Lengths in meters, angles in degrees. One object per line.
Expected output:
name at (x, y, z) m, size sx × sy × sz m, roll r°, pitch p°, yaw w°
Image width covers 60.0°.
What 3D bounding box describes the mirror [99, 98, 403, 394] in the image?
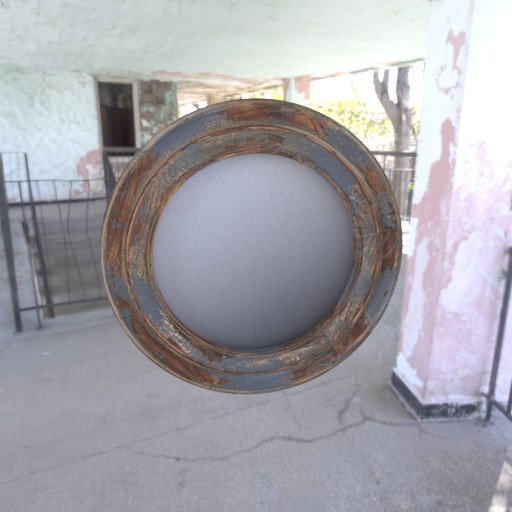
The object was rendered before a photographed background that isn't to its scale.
mirror at (0.000, 0.000, 0.871) m, size 0.585 × 0.585 × 0.061 m, roll -2°, pitch 15°, yaw -7°
